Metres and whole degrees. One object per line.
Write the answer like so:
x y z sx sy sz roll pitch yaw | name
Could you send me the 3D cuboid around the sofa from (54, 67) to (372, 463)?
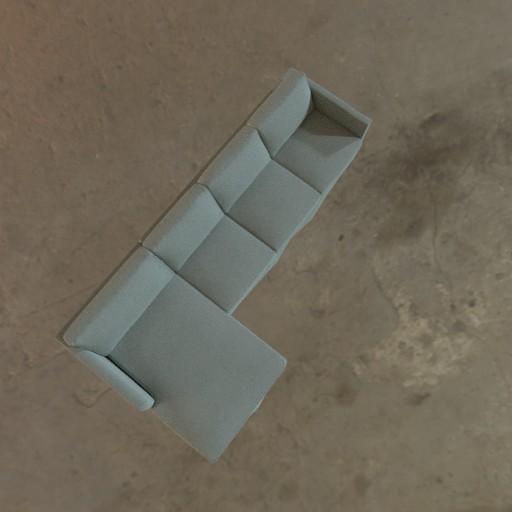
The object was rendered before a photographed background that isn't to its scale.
0.000 0.000 3.969 1.650 0.922 3.205 37 78 9 | sofa
